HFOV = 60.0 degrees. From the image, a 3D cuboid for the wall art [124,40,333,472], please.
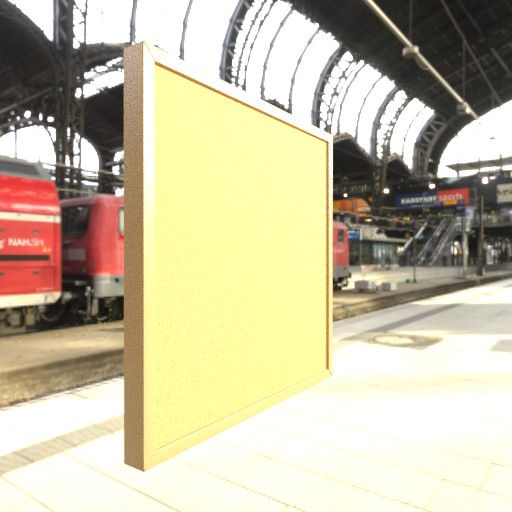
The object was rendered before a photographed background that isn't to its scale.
[{"bbox_3d":[0.000,0.000,0.739,0.036,0.509,0.509,0,0,35],"label":"wall art"}]
